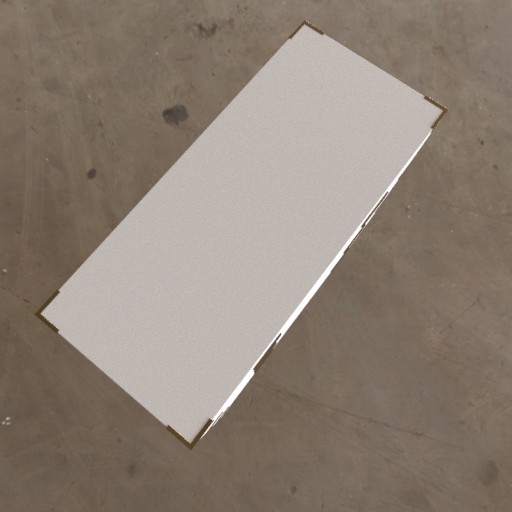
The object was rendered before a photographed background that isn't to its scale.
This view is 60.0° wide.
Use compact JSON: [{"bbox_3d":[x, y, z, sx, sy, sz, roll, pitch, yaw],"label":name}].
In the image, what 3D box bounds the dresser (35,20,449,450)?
[{"bbox_3d":[0.000,0.000,1.491,0.460,0.891,1.022,37,77,10],"label":"dresser"}]
